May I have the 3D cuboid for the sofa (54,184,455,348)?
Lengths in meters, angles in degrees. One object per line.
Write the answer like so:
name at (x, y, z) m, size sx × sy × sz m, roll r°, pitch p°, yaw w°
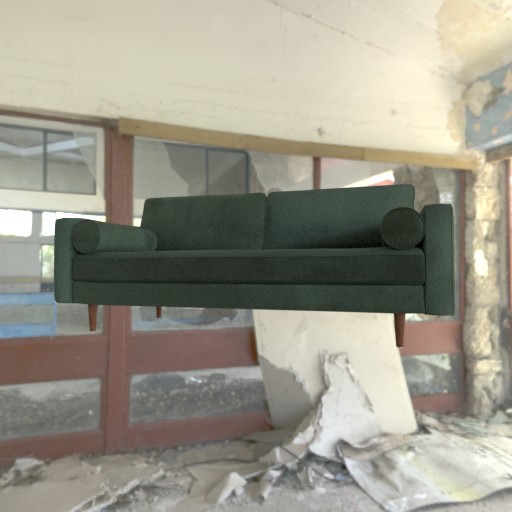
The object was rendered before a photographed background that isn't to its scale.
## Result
sofa at (0.000, 0.000, 2.373) m, size 1.880 × 0.772 × 0.916 m, roll -1°, pitch -2°, yaw 17°
